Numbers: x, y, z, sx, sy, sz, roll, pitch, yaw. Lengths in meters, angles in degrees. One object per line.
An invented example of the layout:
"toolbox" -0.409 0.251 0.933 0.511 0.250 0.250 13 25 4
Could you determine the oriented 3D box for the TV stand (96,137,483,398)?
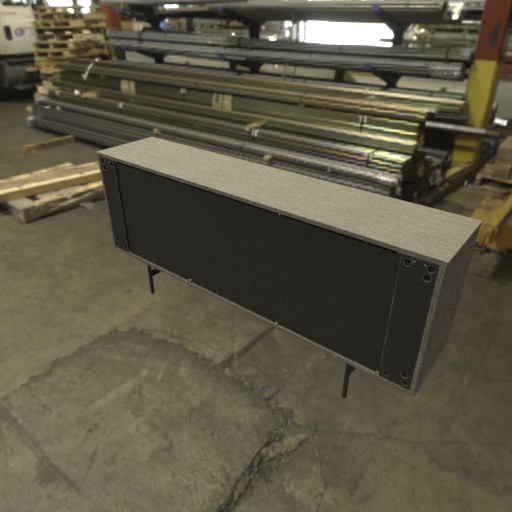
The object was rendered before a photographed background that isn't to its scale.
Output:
"TV stand" 0.000 0.000 2.154 1.804 0.787 0.405 22 36 33
